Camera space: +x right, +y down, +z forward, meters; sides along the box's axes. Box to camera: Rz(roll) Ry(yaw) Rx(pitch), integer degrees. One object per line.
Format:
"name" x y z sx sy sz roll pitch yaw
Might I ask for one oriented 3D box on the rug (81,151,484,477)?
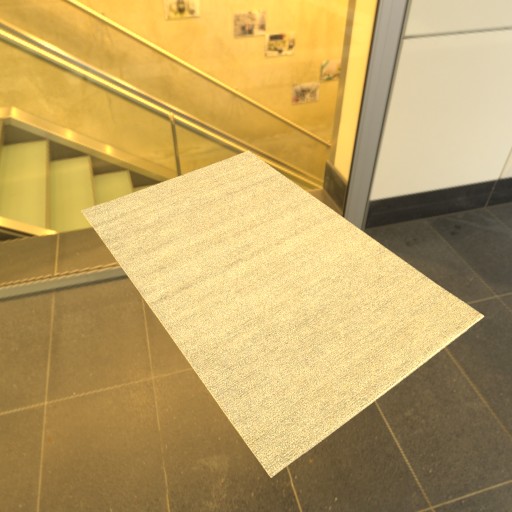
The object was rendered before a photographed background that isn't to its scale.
"rug" 0.000 0.000 2.244 1.179 0.022 1.820 -25 48 -25
